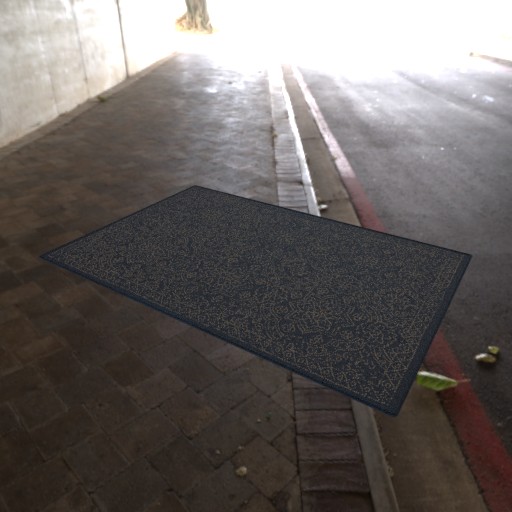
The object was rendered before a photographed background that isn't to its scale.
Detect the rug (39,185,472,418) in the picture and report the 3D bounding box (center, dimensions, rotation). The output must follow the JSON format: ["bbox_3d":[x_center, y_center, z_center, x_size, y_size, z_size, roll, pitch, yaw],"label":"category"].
[{"bbox_3d":[0.000,0.000,2.238,1.829,0.010,1.219,18,34,29],"label":"rug"}]
